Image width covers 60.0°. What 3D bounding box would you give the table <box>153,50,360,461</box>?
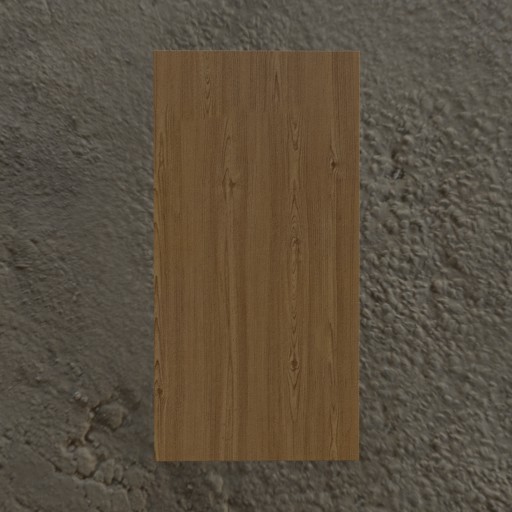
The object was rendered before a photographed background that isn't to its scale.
[{"bbox_3d":[0.000,0.000,2.315,0.901,0.750,1.797,0,91,0],"label":"table"}]
